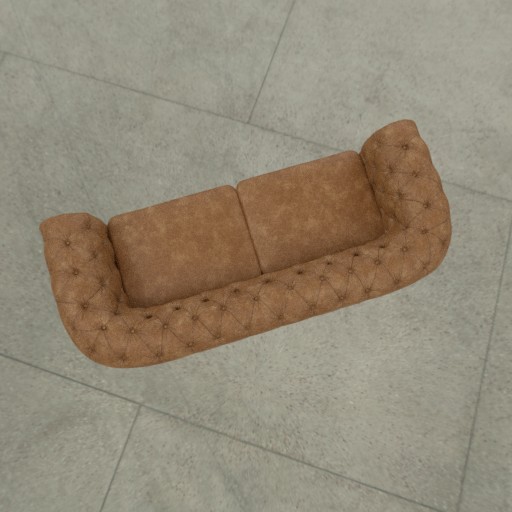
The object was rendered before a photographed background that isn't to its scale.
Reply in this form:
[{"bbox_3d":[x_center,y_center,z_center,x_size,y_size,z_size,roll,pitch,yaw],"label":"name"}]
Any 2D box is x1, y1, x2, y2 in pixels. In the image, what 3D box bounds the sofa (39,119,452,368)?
[{"bbox_3d":[0.000,0.000,2.808,2.365,0.760,0.989,-16,75,-4],"label":"sofa"}]
